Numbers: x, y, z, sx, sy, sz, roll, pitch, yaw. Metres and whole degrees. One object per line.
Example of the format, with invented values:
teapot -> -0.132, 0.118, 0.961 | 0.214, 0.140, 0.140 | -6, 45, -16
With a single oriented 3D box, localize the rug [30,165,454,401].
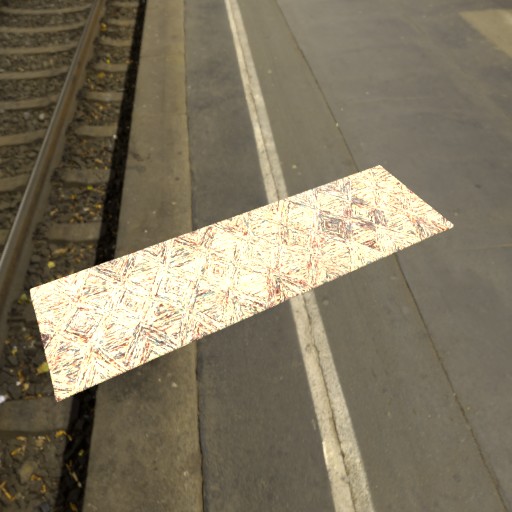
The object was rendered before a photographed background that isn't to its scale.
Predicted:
rug -> 0.000, 0.000, 2.452 | 2.292, 0.015, 0.688 | -22, 51, -19
